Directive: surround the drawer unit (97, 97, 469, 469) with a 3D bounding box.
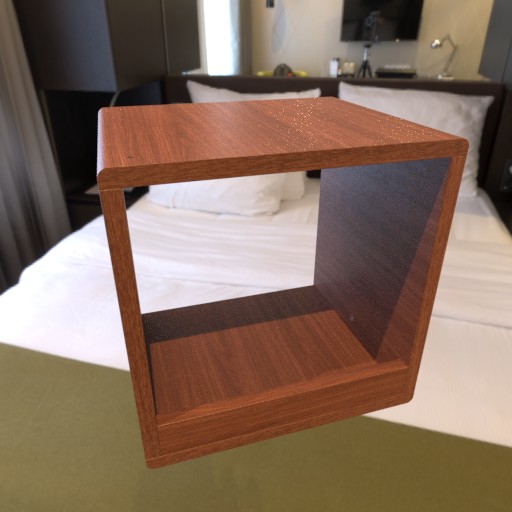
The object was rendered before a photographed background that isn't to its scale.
[{"bbox_3d":[0.000,0.000,0.590,0.349,0.351,0.290,-8,29,-15],"label":"drawer unit"}]
